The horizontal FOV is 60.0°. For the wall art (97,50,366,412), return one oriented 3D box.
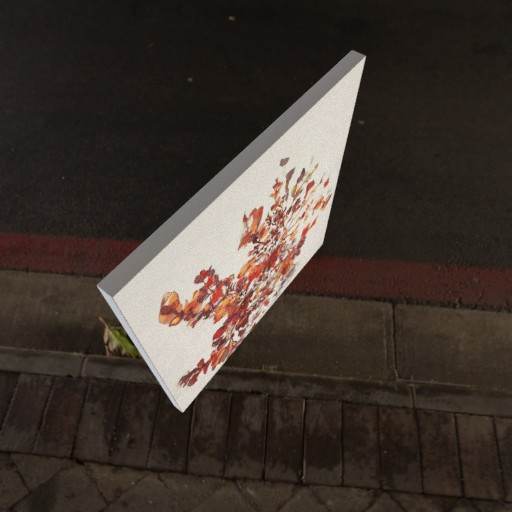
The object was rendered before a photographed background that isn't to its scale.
[{"bbox_3d":[0.000,0.000,1.538,0.049,1.009,1.009,33,64,19],"label":"wall art"}]
